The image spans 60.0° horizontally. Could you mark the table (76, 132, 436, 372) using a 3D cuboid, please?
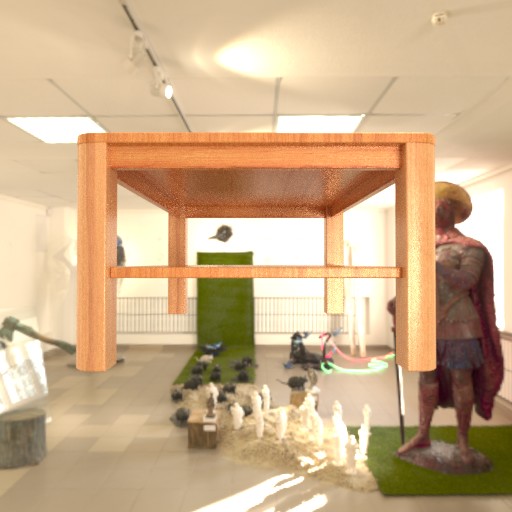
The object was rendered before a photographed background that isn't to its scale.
[{"bbox_3d":[0.000,0.000,1.320,0.696,0.445,0.997,0,-1,0],"label":"table"}]
